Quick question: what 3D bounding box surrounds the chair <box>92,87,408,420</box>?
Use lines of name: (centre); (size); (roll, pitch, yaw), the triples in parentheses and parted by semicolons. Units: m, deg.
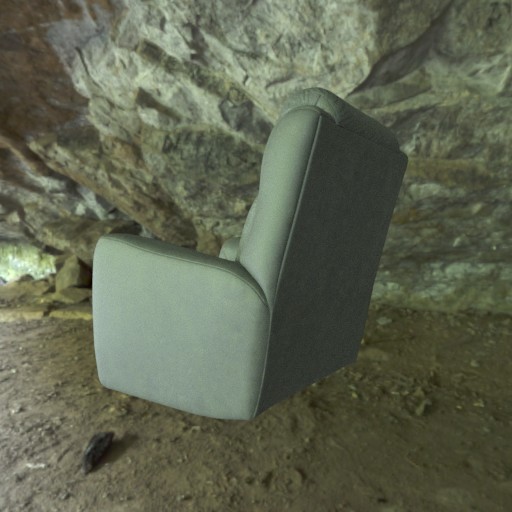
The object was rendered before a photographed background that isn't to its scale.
chair: (0.000, 0.000, 1.918); (1.068, 1.116, 0.967); (1, 3, 36)
